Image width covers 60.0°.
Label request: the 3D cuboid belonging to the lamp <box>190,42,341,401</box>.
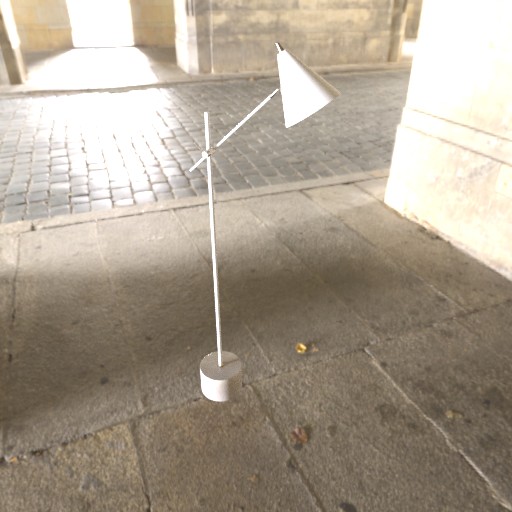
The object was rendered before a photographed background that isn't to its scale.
[{"bbox_3d":[0.000,0.000,1.640,0.508,1.430,0.223,11,32,19],"label":"lamp"}]
